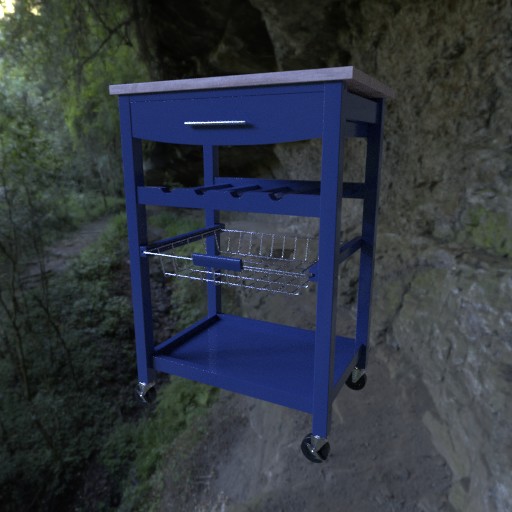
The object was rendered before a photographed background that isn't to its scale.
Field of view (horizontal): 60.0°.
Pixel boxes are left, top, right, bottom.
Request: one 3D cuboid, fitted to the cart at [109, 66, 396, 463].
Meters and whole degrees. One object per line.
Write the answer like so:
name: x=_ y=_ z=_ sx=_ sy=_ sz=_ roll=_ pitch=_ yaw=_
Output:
cart: x=0.000 y=0.000 z=1.175 sx=0.584 sy=0.839 sz=0.403 roll=7 pitch=16 yaw=26
